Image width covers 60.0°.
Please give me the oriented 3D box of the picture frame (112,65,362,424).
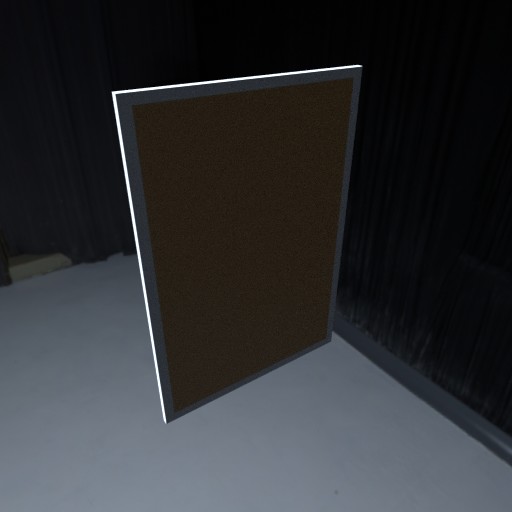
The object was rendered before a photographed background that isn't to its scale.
[{"bbox_3d":[0.000,0.000,0.868,0.457,0.657,0.013,-19,36,-29],"label":"picture frame"}]
